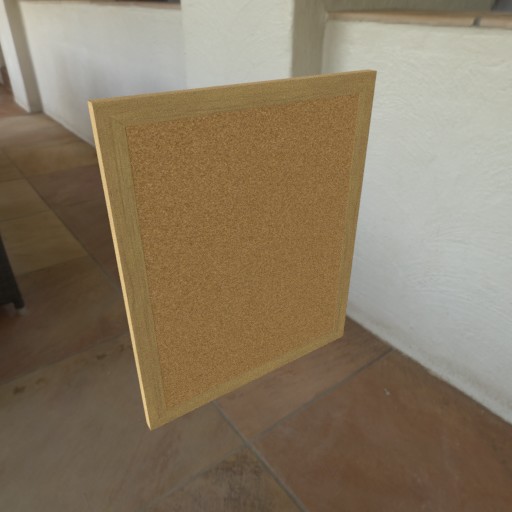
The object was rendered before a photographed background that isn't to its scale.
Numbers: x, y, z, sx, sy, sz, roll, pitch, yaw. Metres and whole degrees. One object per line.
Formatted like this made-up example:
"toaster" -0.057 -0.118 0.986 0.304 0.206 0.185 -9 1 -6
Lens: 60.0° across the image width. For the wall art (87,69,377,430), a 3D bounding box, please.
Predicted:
"wall art" 0.000 0.000 0.762 0.460 0.561 0.020 -18 35 -28
